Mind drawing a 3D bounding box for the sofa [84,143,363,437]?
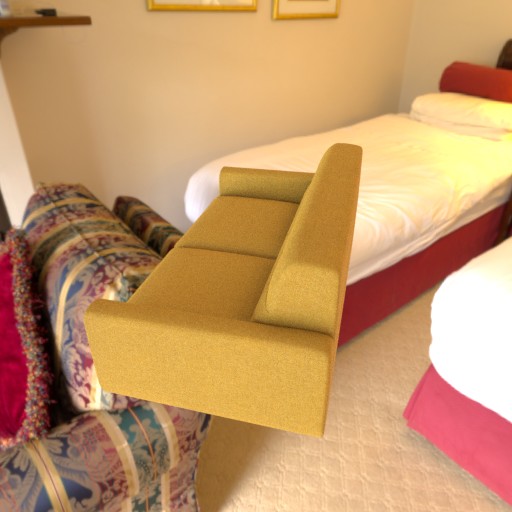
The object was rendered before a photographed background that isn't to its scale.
[{"bbox_3d":[0.000,0.000,2.223,0.909,0.841,1.631,7,31,12],"label":"sofa"}]
